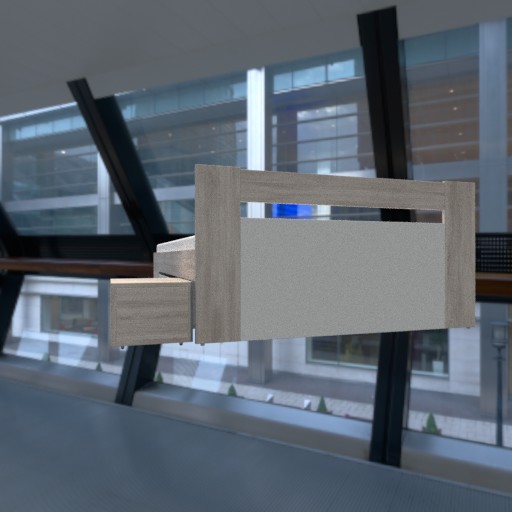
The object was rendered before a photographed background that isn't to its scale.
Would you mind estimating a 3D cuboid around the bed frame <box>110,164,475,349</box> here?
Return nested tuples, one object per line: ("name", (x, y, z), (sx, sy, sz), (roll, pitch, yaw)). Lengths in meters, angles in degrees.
("bed frame", (0.000, 0.000, 3.262), (2.040, 0.860, 2.050), (0, 0, -18))
